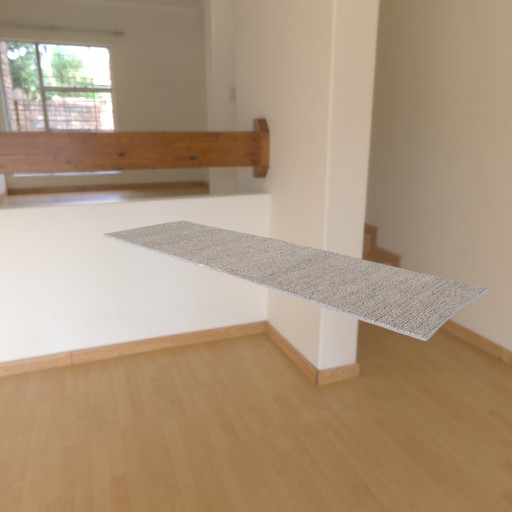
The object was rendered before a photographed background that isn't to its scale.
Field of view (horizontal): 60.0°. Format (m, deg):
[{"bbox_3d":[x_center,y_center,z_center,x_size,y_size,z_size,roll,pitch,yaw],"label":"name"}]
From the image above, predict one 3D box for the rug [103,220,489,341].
[{"bbox_3d":[0.000,0.000,2.551,2.320,0.032,0.692,15,21,42],"label":"rug"}]
